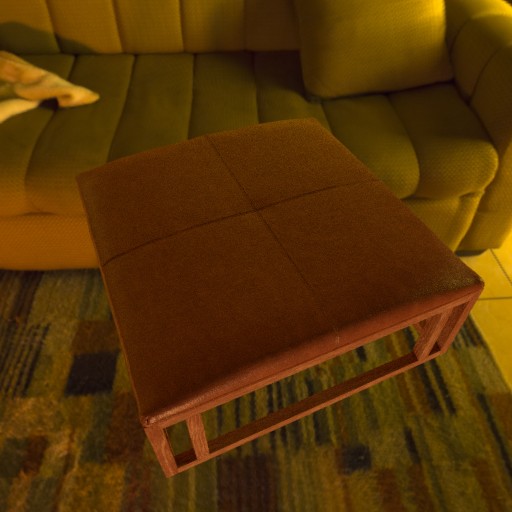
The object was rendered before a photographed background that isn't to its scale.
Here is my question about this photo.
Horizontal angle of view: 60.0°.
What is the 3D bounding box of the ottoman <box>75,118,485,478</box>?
[{"bbox_3d":[0.000,0.000,1.561,1.013,0.442,1.016,-18,50,-16],"label":"ottoman"}]
